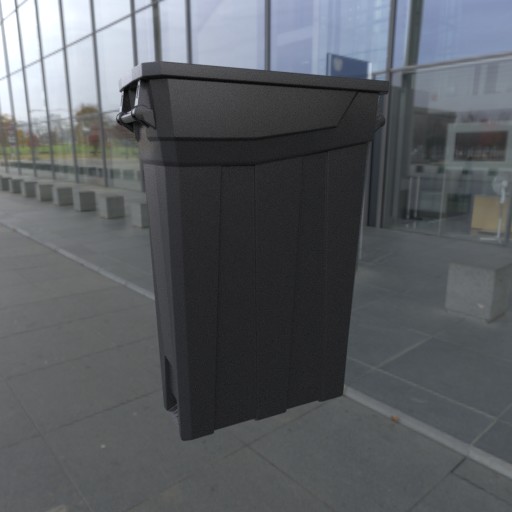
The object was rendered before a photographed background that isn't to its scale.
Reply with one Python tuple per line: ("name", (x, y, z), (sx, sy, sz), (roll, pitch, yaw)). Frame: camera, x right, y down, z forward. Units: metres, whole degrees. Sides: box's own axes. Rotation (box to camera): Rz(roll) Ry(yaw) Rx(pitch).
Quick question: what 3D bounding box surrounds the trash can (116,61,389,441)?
("trash can", (0.000, 0.000, 1.034), (0.559, 0.762, 0.281), (-7, 15, -25))
